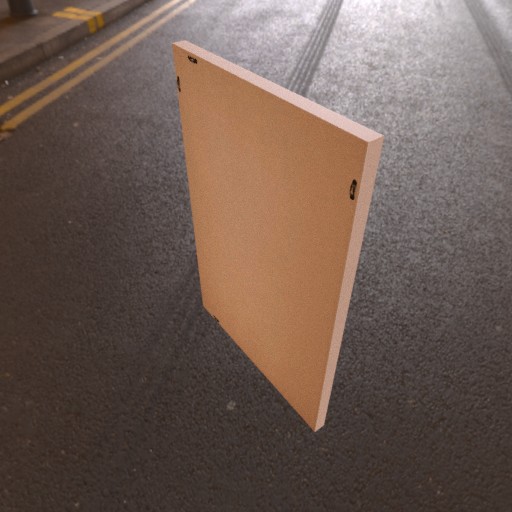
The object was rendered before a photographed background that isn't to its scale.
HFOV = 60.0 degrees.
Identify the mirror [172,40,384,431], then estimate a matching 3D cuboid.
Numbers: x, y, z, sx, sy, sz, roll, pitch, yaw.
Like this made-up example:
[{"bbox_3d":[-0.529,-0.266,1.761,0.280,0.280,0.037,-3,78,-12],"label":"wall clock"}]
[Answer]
[{"bbox_3d":[0.000,0.000,1.165,0.041,0.915,0.609,-27,48,-27],"label":"mirror"}]
